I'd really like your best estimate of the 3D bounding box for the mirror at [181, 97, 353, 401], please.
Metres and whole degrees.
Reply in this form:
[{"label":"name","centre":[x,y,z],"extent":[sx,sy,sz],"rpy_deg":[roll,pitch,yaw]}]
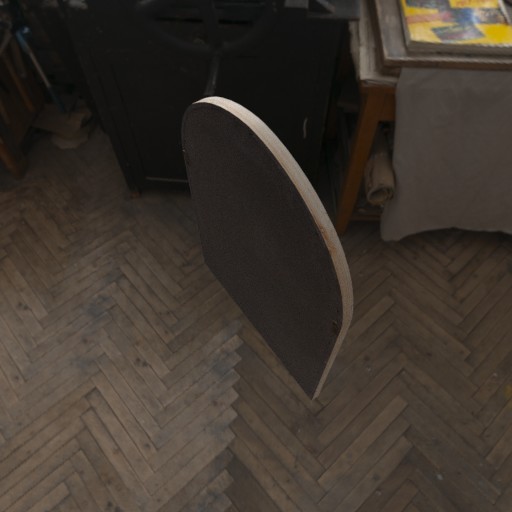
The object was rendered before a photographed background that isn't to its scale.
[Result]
[{"label":"mirror","centre":[0.000,0.000,1.218],"extent":[0.032,0.920,0.660],"rpy_deg":[-32,63,-18]}]
